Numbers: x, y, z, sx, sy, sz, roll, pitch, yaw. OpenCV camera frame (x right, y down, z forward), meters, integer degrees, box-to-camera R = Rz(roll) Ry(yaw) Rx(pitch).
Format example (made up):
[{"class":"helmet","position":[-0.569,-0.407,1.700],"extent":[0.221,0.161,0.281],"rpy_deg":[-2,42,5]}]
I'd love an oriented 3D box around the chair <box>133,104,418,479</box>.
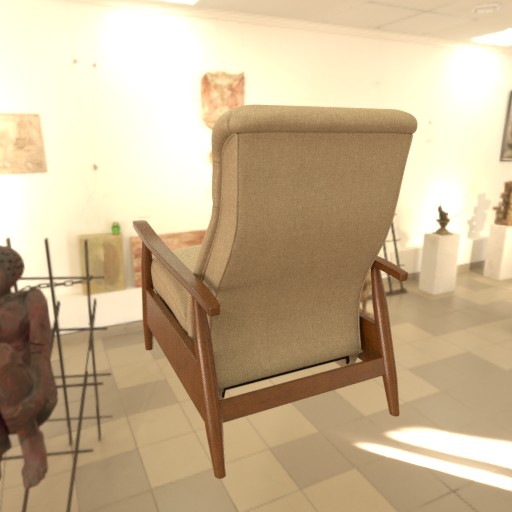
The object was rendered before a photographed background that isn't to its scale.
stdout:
[{"class":"chair","position":[0.000,0.000,1.771],"extent":[0.762,1.082,1.030],"rpy_deg":[-7,17,-25]}]
